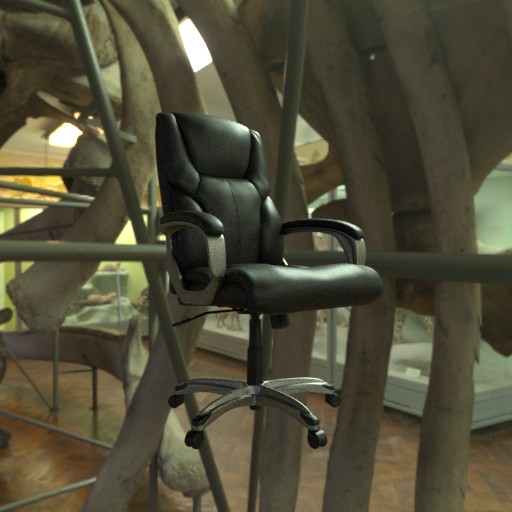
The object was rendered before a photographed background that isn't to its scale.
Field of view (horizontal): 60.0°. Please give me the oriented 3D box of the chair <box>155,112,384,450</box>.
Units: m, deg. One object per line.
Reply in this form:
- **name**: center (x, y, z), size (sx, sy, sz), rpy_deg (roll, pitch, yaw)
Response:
- **chair**: center (0.000, 0.000, 1.588), size (0.663, 1.155, 0.739), rpy_deg (0, 1, -37)
